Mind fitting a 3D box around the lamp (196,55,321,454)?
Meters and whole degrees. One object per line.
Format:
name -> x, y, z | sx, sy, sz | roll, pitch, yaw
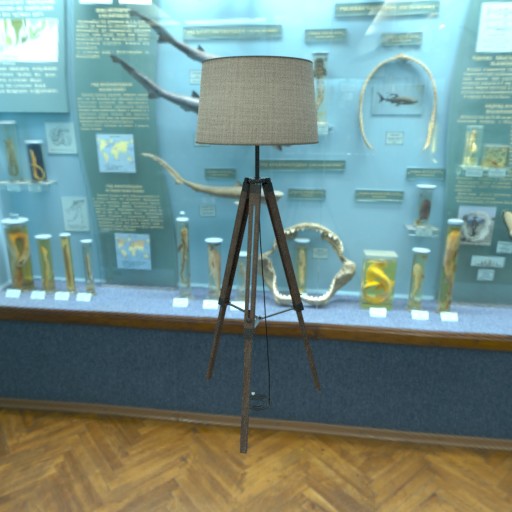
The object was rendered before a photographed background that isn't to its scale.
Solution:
lamp -> 0.000, 0.000, 1.869 | 0.604, 1.510, 0.587 | 3, 17, 8
